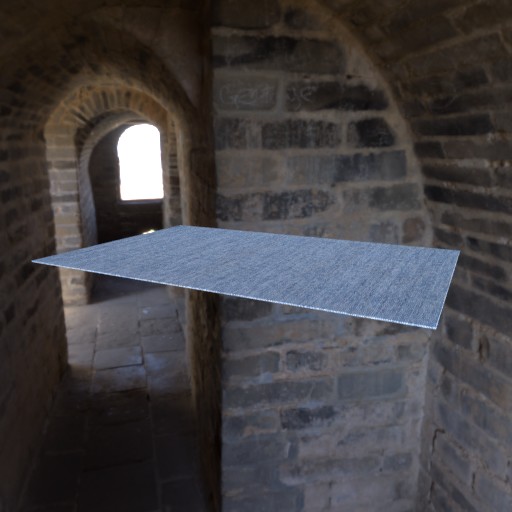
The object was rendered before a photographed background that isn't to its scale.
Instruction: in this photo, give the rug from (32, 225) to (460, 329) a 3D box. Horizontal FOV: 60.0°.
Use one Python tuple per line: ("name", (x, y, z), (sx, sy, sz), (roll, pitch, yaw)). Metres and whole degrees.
("rug", (0.000, 0.000, 2.160), (1.752, 0.006, 1.142), (7, 15, 26))
